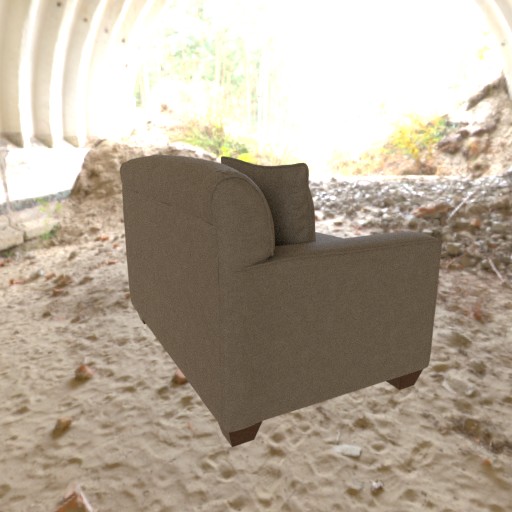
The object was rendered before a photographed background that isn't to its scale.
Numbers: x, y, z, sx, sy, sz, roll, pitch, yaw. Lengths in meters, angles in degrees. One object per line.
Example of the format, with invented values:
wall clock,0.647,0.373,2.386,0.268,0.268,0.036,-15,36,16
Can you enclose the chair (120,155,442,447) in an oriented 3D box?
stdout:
chair,0.000,0.000,2.141,0.992,0.953,1.395,-7,16,-27
